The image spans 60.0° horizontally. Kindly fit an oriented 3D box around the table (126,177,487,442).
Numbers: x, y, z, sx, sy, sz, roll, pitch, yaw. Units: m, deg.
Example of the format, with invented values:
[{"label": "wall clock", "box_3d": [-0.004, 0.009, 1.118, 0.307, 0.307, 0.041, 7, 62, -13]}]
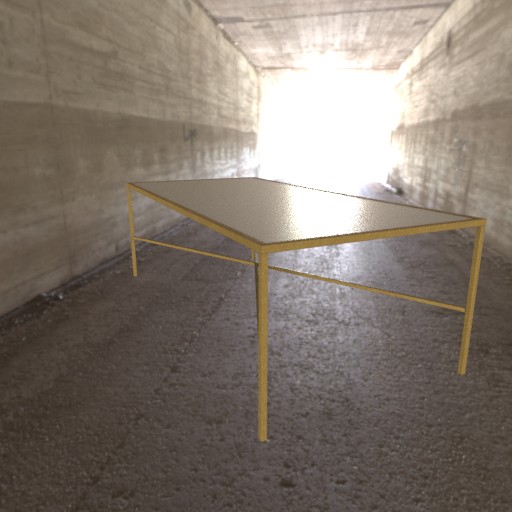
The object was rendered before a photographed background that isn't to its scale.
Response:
[{"label": "table", "box_3d": [0.000, 0.000, 1.463, 0.580, 0.398, 1.206, -7, 17, -26]}]
